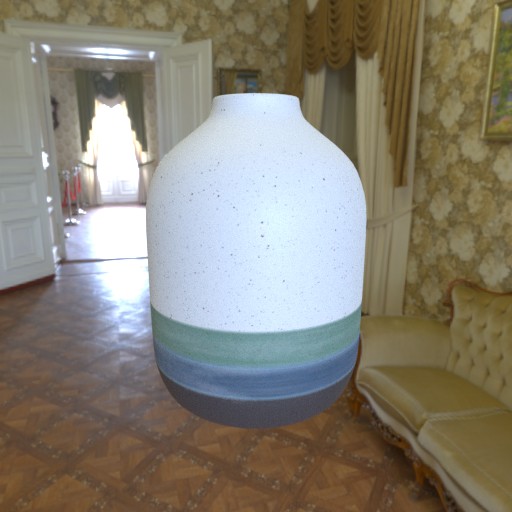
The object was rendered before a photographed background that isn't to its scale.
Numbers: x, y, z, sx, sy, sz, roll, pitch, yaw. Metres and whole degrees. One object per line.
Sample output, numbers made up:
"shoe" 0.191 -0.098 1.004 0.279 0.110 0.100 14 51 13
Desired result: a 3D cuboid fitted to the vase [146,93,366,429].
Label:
"vase" 0.000 0.000 0.356 0.169 0.240 0.169 0 14 0
